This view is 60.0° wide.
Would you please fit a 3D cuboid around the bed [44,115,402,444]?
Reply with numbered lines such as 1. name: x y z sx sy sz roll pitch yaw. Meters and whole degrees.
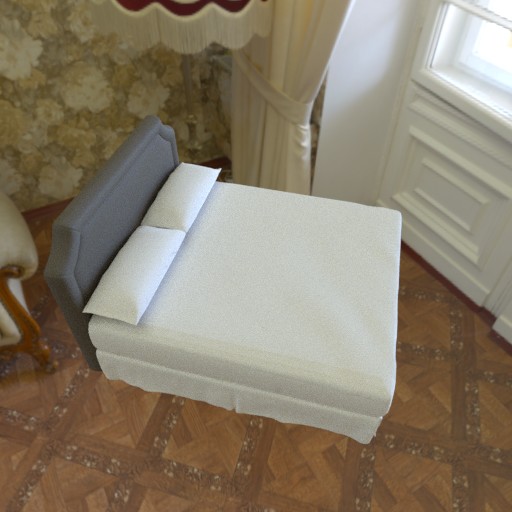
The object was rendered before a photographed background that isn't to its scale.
1. bed: 0.000 0.000 3.907 2.536 1.561 2.194 11 47 10
